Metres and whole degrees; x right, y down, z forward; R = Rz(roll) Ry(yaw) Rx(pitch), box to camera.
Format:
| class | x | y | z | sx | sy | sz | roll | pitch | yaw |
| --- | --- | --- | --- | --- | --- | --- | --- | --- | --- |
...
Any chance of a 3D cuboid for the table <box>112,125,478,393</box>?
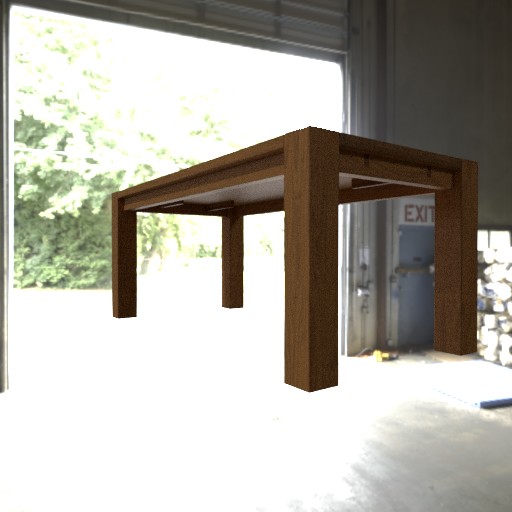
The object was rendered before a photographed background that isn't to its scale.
| class | x | y | z | sx | sy | sz | roll | pitch | yaw |
| --- | --- | --- | --- | --- | --- | --- | --- | --- | --- |
| table | 0.000 | 0.000 | 2.246 | 0.900 | 0.760 | 1.800 | 0 | 1 | -35 |
